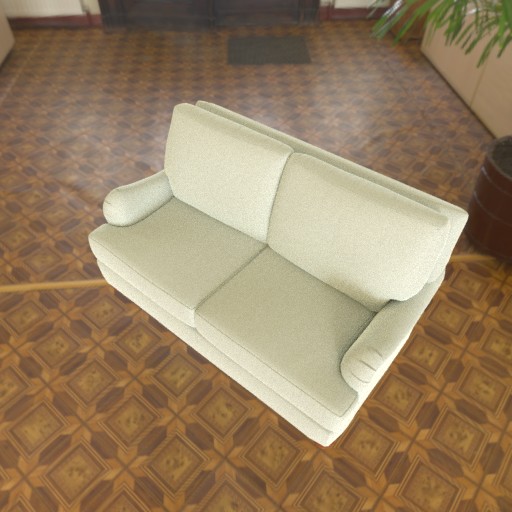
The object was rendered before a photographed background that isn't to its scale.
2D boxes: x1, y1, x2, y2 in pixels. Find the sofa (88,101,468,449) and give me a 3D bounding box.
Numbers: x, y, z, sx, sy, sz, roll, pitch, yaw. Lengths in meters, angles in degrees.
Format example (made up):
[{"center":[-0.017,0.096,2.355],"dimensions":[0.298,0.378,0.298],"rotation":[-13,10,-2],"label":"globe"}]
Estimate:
[{"center":[0.000,0.000,2.549],"dimensions":[1.853,1.101,1.084],"rotation":[31,54,26],"label":"sofa"}]
